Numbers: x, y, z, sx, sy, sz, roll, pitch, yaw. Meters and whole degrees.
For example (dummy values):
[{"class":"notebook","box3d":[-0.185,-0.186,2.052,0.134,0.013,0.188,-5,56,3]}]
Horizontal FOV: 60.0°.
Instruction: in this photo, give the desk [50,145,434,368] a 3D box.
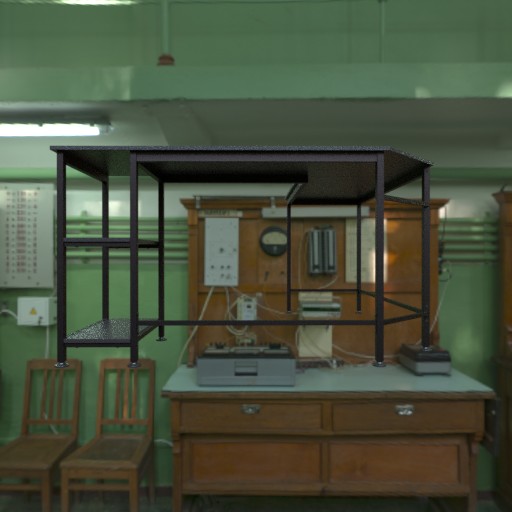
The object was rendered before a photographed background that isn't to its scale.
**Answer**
[{"class":"desk","box3d":[0.000,0.000,2.166,1.379,0.739,1.379,0,0,0]}]
